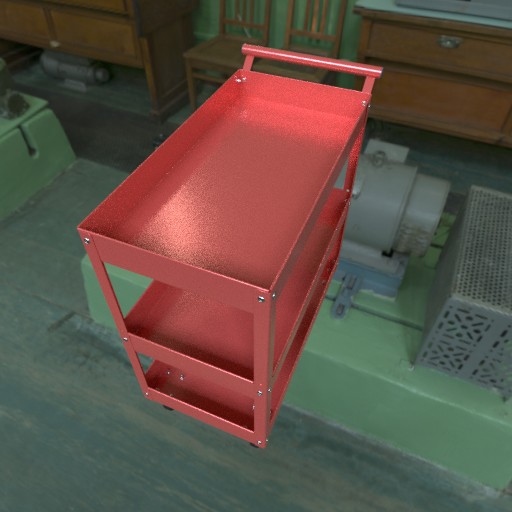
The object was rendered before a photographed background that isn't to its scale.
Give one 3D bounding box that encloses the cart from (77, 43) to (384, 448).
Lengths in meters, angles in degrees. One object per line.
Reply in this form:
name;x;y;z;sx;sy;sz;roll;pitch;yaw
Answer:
cart;0.000;0.000;1.167;0.366;0.780;0.719;17;49;16
